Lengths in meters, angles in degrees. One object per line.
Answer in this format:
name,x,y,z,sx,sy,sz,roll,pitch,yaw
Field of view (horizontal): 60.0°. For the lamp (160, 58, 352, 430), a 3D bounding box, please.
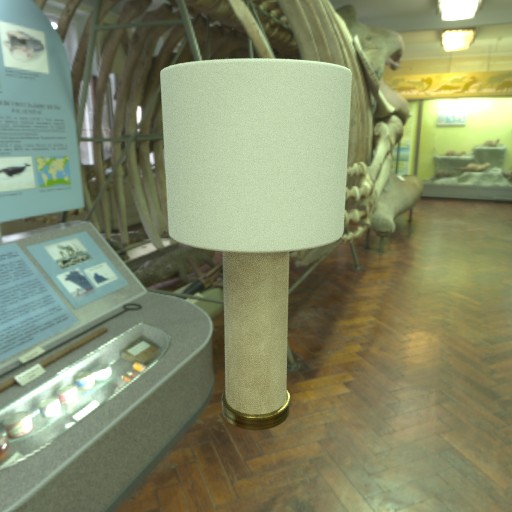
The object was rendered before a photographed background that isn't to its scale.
lamp,0.000,0.000,0.801,0.305,0.634,0.305,-2,16,-7
